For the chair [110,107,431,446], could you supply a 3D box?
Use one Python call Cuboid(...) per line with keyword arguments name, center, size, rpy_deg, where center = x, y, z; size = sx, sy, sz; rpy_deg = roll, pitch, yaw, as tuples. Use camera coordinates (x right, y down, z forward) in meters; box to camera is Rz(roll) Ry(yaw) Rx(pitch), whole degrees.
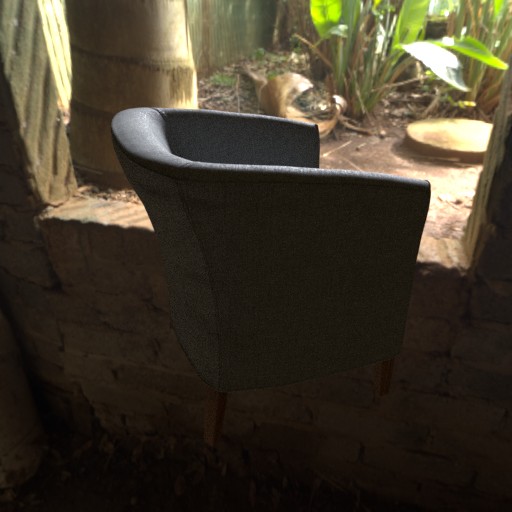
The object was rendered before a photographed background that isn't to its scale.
Cuboid(name="chair", center=(0.000, 0.000, 1.247), size=(0.668, 0.771, 0.600), rpy_deg=(-10, 32, -17))
